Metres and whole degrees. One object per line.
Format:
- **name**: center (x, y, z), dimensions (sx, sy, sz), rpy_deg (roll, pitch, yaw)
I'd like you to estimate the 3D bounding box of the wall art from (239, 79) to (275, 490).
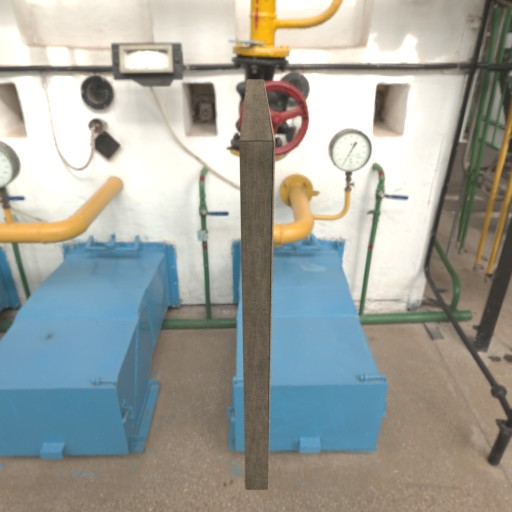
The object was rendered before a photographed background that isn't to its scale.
- **wall art**: center (0.000, 0.000, 1.115), dimensions (0.050, 0.751, 0.749), rpy_deg (0, 28, 0)
